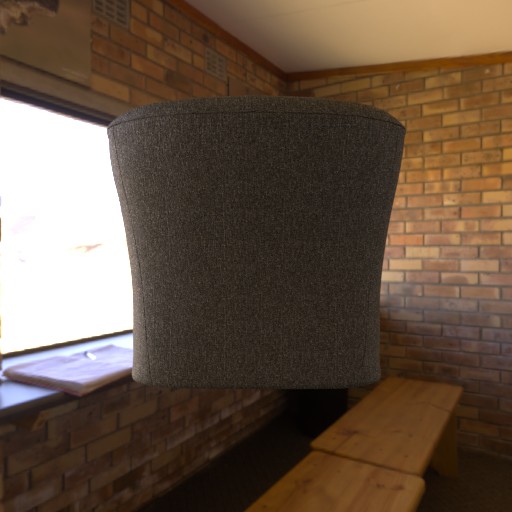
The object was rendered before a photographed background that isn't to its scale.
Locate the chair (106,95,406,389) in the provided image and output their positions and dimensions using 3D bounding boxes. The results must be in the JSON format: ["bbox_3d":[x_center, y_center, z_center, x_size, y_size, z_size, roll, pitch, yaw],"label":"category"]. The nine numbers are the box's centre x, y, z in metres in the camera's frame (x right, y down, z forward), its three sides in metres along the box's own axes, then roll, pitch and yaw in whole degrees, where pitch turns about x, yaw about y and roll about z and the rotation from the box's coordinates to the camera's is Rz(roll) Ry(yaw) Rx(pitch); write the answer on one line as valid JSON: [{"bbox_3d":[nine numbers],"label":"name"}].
[{"bbox_3d":[0.000,0.000,1.589,0.864,0.856,0.923,0,1,0],"label":"chair"}]
